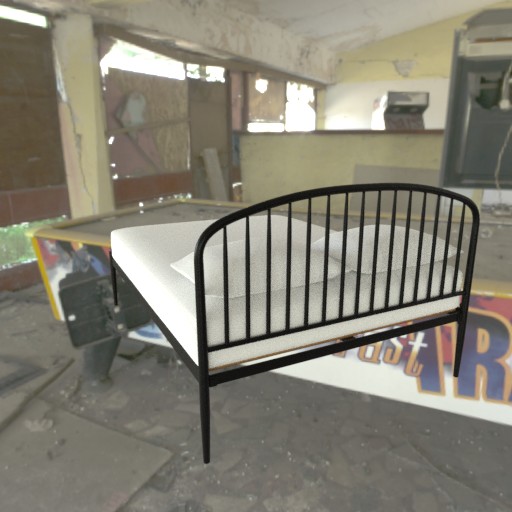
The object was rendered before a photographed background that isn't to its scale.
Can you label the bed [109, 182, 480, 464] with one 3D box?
[{"bbox_3d":[0.000,0.000,3.039,1.618,1.166,2.159,-7,17,-26],"label":"bed"}]
